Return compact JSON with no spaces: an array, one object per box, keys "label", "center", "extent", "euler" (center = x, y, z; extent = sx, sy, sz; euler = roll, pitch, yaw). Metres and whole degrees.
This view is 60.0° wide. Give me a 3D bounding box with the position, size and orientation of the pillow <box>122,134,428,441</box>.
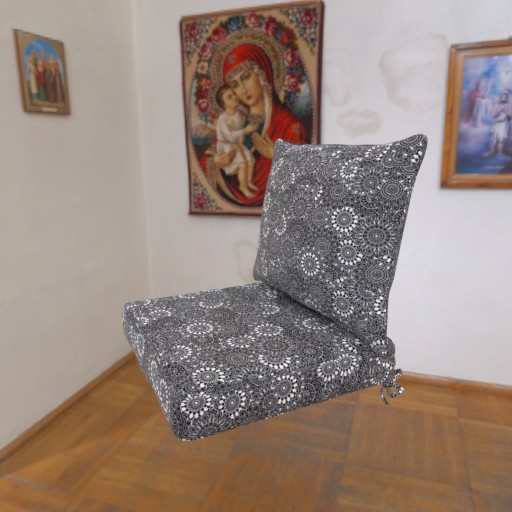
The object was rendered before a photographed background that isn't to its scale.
[{"label":"pillow","center":[0.000,0.000,1.373],"extent":[0.740,0.722,0.798],"euler":[-7,16,-26]}]
